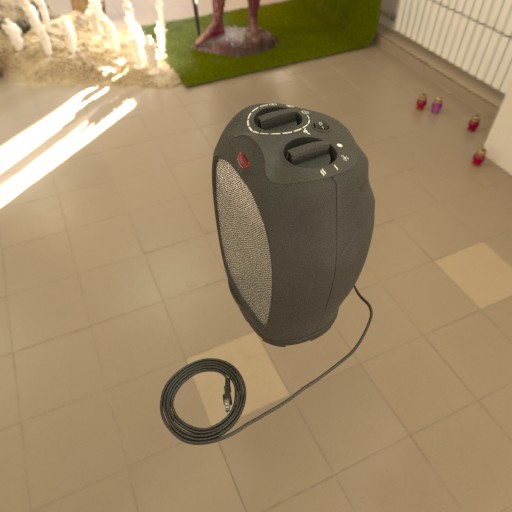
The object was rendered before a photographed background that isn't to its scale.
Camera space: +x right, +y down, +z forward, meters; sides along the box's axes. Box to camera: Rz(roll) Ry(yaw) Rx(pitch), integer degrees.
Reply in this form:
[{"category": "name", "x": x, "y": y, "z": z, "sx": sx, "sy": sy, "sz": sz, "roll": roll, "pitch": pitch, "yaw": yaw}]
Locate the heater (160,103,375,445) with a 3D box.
[{"category": "heater", "x": 0.000, "y": 0.000, "z": 0.473, "sx": 0.291, "sy": 0.255, "sz": 0.239, "roll": -19, "pitch": 51, "yaw": -17}]
